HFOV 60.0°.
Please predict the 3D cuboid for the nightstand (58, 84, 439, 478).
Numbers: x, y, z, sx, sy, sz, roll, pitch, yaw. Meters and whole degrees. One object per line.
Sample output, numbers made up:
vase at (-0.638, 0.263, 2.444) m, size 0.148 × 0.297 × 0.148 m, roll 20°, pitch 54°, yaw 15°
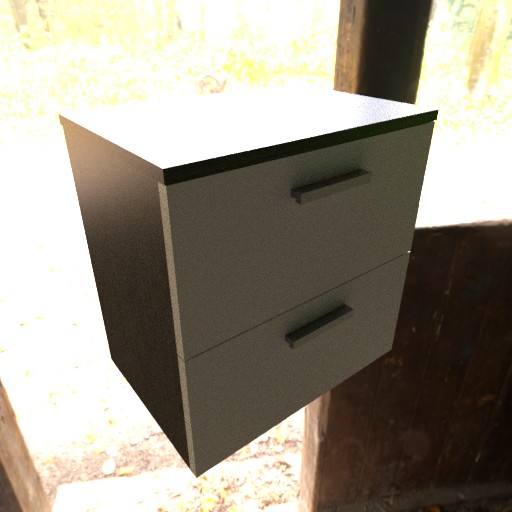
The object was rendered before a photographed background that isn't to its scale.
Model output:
nightstand at (0.000, 0.000, 0.731) m, size 0.441 × 0.460 × 0.325 m, roll -21°, pitch 35°, yaw -32°
